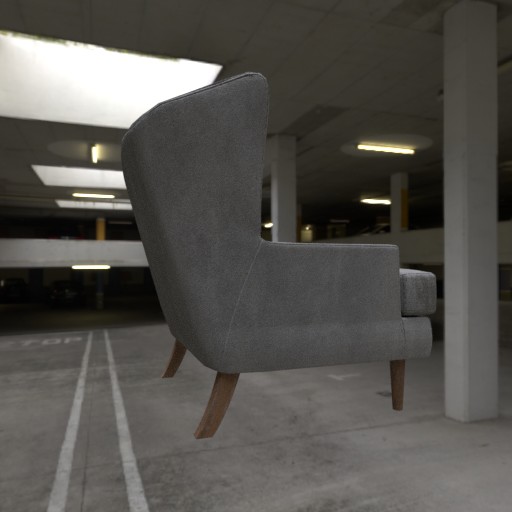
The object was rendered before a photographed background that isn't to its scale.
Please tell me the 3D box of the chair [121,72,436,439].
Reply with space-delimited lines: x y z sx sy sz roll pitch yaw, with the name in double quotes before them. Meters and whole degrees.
"chair" 0.000 0.000 1.551 0.906 0.950 0.784 0 -1 -20
